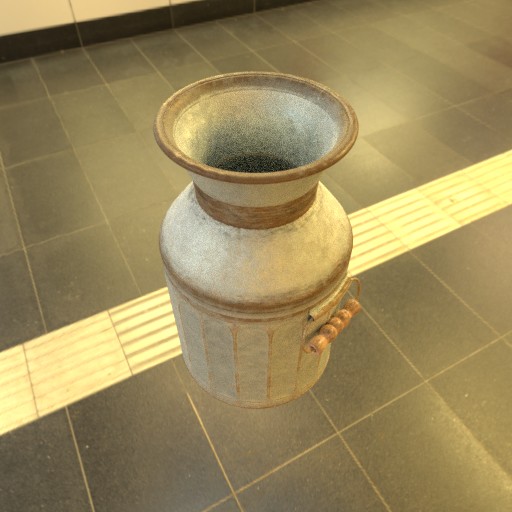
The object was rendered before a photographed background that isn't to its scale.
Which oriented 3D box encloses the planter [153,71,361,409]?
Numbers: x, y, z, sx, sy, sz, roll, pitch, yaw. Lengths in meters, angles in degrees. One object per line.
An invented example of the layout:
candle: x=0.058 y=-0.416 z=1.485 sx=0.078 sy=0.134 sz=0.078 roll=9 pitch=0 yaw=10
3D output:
planter: x=0.000 y=0.000 z=0.516 sx=0.248 sy=0.358 sz=0.215 roll=33 pitch=56 yaw=27
